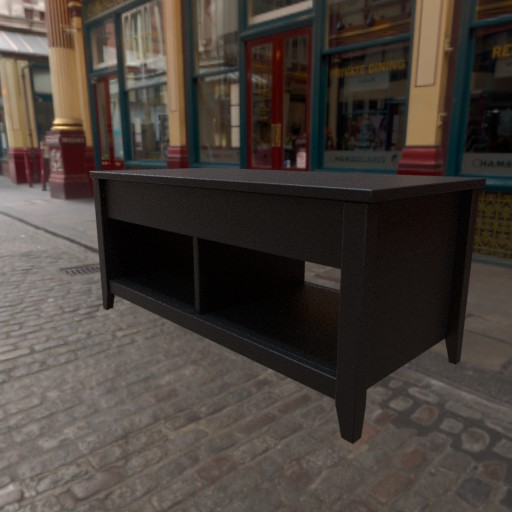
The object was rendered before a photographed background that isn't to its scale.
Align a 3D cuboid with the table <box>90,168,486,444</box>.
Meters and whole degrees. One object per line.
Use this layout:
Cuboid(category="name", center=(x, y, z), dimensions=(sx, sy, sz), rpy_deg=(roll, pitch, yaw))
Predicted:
Cuboid(category="table", center=(0.000, 0.000, 1.256), dimensions=(0.483, 0.457, 1.016), rpy_deg=(-12, 18, -42))
